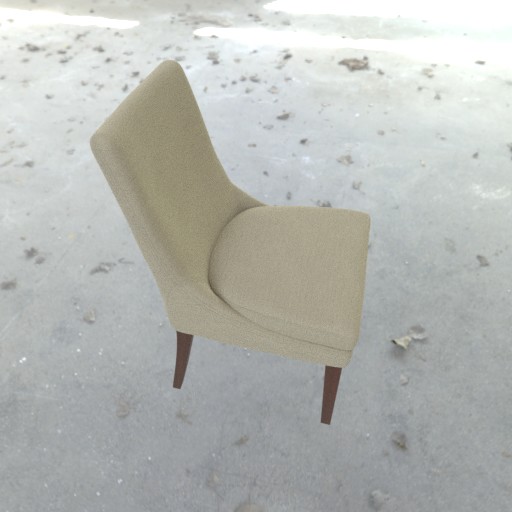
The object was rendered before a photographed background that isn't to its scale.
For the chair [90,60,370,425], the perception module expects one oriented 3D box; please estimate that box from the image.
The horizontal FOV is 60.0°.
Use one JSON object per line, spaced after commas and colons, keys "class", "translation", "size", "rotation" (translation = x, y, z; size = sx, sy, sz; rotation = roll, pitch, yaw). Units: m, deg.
{"class": "chair", "translation": [0.000, 0.000, 1.306], "size": [0.638, 0.940, 0.515], "rotation": [10, 47, 10]}
